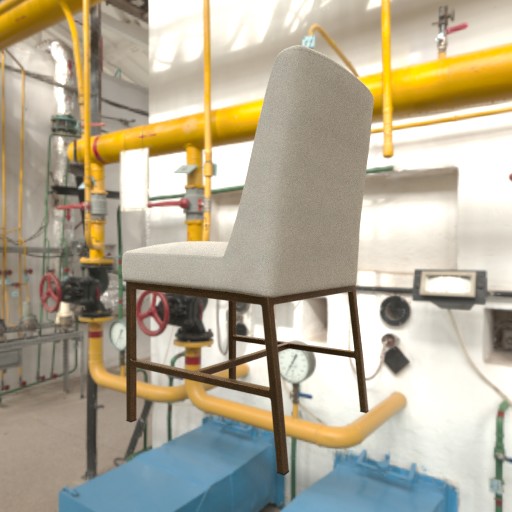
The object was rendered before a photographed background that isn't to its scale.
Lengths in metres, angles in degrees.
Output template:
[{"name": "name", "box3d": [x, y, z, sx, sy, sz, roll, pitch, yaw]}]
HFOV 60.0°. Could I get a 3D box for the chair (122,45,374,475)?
[{"name": "chair", "box3d": [0.000, 0.000, 1.279, 0.597, 0.933, 0.503, 0, 0, 36]}]
